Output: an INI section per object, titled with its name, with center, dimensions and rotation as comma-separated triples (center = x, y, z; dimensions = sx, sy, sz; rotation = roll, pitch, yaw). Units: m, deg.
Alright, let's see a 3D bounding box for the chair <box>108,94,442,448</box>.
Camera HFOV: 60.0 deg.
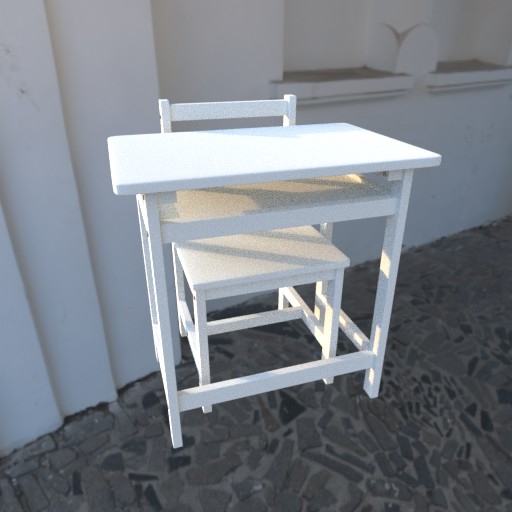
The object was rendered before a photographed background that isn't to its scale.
[chair]
center = 0.000, 0.000, 1.061
dimensions = 0.599, 0.673, 0.461
rotation = -8, 27, -16
